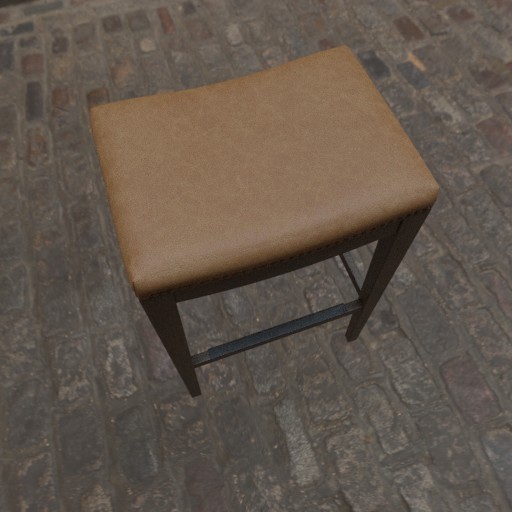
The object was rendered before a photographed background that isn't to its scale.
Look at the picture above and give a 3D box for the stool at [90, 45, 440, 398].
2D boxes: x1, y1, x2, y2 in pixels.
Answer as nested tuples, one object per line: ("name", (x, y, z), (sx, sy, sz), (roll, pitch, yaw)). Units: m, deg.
("stool", (0.000, 0.000, 1.008), (0.500, 0.759, 0.361), (-17, 65, -9))
